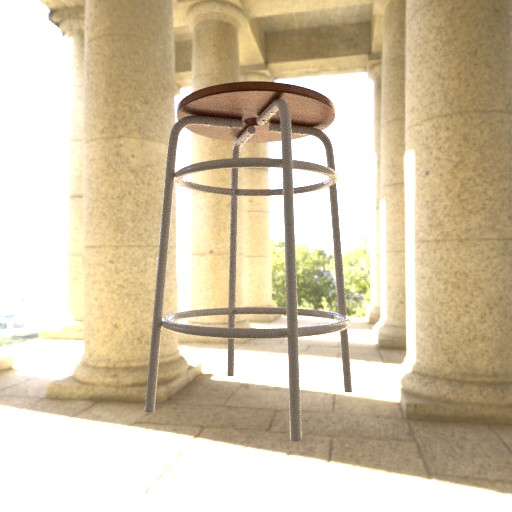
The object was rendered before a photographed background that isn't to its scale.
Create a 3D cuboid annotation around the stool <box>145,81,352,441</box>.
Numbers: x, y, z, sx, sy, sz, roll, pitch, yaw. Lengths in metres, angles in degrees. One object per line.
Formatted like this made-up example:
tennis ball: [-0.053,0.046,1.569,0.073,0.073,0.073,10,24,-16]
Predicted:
stool: [0.000,0.000,0.940,0.455,0.610,0.455,0,-1,-17]
